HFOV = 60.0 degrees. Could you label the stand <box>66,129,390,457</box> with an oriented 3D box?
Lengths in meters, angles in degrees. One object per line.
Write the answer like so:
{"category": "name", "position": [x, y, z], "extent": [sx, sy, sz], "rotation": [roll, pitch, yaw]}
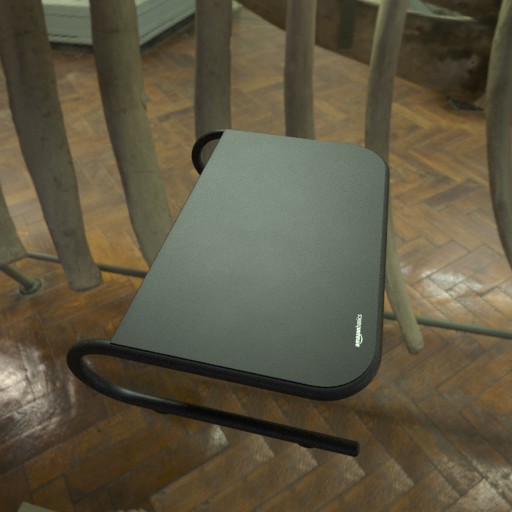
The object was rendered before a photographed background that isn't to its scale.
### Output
{"category": "stand", "position": [0.000, 0.000, 0.518], "extent": [0.280, 0.108, 0.370], "rotation": [10, 47, 9]}
